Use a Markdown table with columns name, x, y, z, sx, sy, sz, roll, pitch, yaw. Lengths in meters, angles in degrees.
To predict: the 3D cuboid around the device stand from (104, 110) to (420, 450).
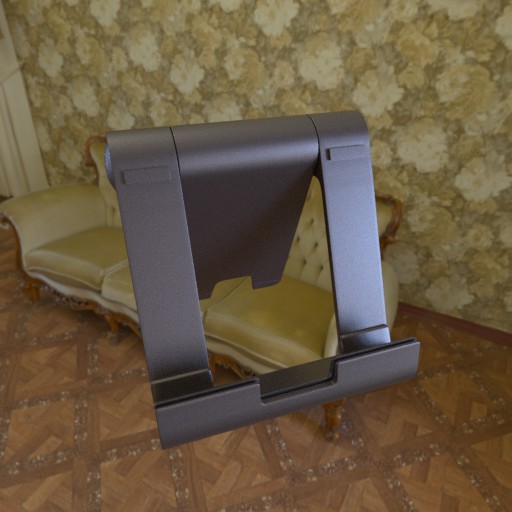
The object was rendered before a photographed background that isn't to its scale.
| name | x | y | z | sx | sy | sz | roll | pitch | yaw |
| --- | --- | --- | --- | --- | --- | --- | --- | --- | --- |
| device stand | 0.000 | 0.000 | 0.153 | 0.088 | 0.084 | 0.079 | -10 | 32 | -16 |
